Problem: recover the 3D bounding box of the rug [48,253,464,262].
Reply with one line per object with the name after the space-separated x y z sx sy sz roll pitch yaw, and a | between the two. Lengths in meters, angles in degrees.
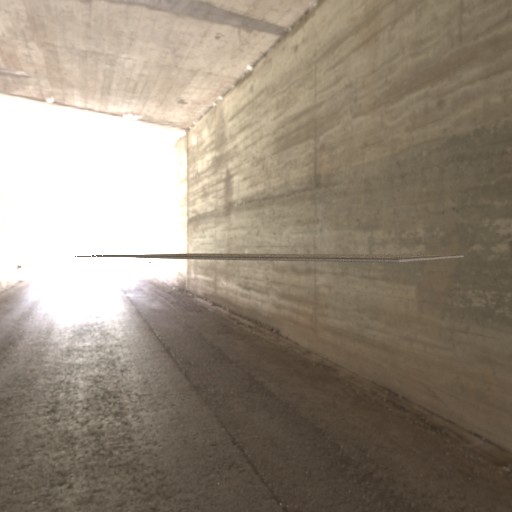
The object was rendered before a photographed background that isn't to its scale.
0.000 0.000 3.506 2.746 0.018 1.819 1 1 33 | rug
